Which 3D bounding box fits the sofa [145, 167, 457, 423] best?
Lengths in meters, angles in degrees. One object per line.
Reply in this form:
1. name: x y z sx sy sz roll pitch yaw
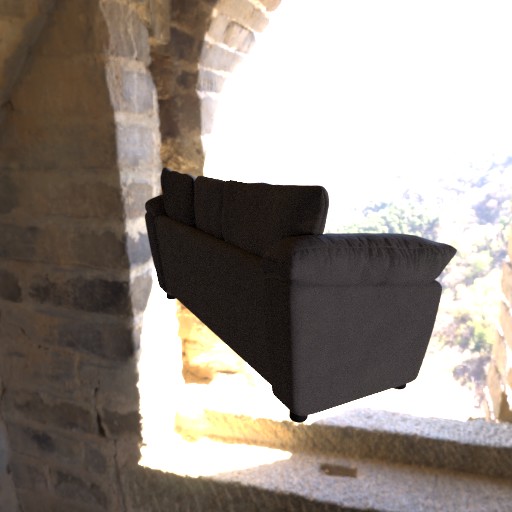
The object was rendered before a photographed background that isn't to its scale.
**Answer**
1. sofa: 0.000 0.000 2.865 0.878 1.073 2.336 -7 15 -27
